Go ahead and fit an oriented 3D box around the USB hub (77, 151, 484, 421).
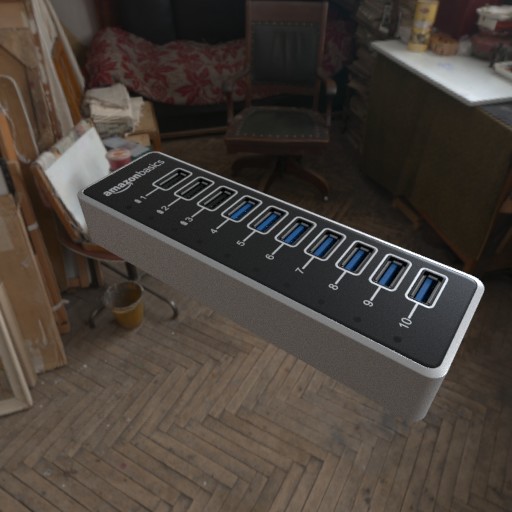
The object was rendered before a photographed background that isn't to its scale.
[{"bbox_3d":[0.000,0.000,0.162,0.145,0.023,0.044,25,48,26],"label":"USB hub"}]
